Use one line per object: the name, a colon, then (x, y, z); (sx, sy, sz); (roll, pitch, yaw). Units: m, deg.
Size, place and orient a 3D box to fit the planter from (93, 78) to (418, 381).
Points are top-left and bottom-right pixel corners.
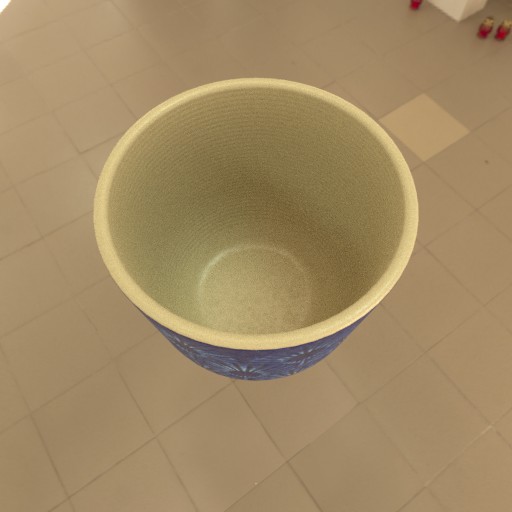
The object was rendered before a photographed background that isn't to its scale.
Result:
planter: (0.000, 0.000, 0.300); (0.170, 0.153, 0.170); (0, 63, 0)
